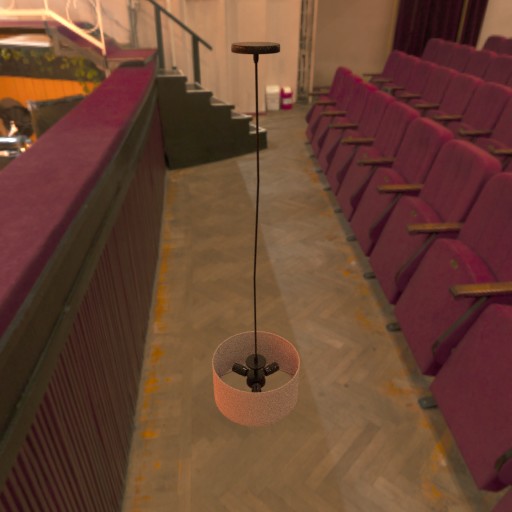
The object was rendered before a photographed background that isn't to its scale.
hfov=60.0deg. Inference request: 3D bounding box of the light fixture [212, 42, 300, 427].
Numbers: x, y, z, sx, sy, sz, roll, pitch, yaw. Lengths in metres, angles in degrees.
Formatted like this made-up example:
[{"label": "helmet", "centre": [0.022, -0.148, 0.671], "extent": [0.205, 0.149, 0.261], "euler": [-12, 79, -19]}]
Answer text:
[{"label": "light fixture", "centre": [0.000, 0.000, 1.750], "extent": [0.399, 1.516, 0.399], "euler": [0, 30, 0]}]
